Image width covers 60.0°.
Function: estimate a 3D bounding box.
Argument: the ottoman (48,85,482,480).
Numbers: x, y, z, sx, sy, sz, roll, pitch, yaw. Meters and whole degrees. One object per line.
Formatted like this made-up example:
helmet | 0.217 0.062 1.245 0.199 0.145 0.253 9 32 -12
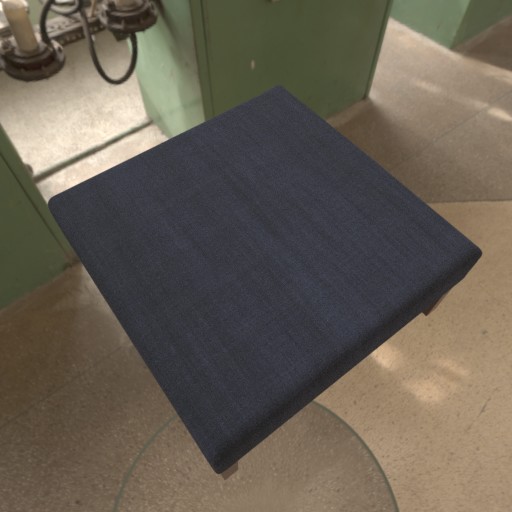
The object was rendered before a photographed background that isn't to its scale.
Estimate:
ottoman | 0.000 0.000 1.379 0.889 0.411 0.890 -32 63 -19
